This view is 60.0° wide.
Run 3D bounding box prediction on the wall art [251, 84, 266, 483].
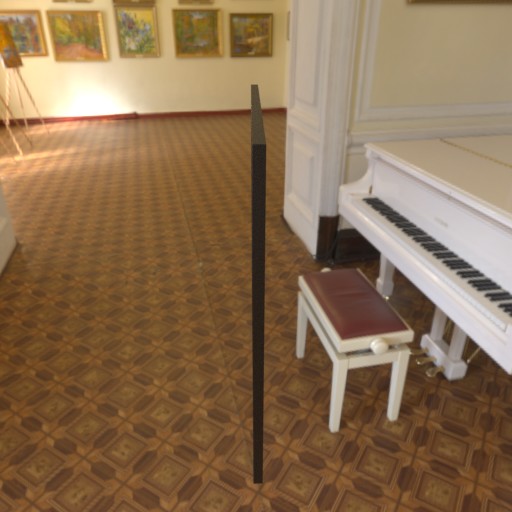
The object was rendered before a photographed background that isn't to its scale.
[{"bbox_3d":[0.000,0.000,1.232,0.022,0.807,0.807,0,27,-1],"label":"wall art"}]
